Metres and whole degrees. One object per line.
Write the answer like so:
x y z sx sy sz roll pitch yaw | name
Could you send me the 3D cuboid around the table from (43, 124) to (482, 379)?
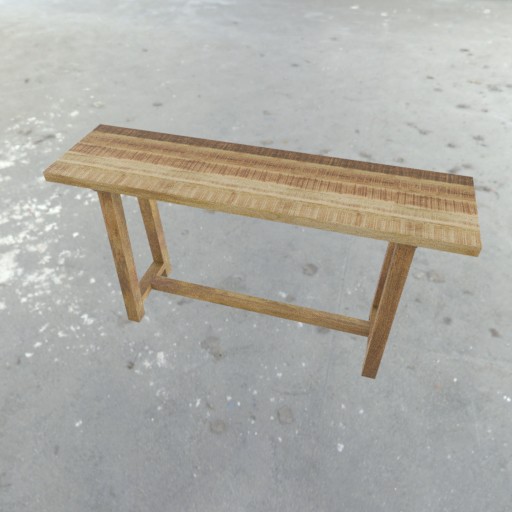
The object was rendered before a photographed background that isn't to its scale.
0.000 0.000 1.897 1.524 0.810 0.405 11 44 12 | table
